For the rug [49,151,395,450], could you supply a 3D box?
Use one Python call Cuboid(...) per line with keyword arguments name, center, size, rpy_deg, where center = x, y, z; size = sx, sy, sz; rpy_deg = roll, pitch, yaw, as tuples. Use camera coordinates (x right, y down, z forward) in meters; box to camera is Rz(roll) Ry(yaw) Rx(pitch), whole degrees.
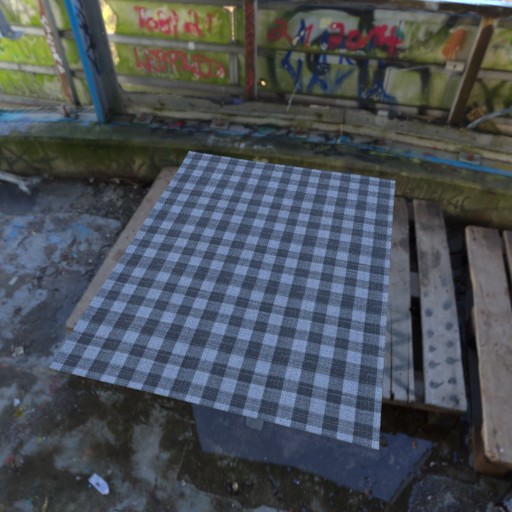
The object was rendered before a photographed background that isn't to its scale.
Cuboid(name="rug", center=(0.000, 0.000, 4.126), size=(2.432, 0.013, 3.021), rpy_deg=(10, 47, 10))
